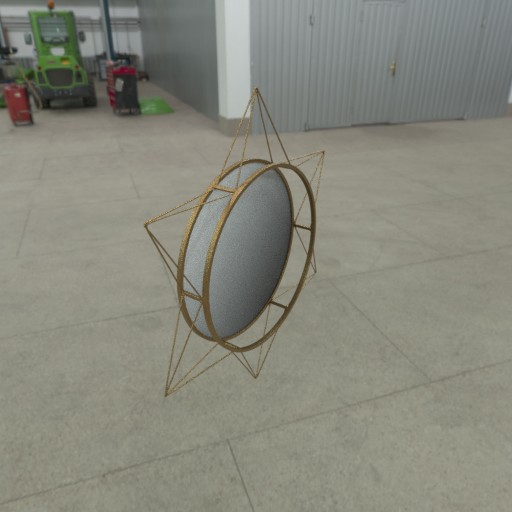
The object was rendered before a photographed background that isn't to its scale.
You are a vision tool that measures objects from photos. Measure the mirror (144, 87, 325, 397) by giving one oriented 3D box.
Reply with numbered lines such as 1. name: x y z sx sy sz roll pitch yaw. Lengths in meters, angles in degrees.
1. mirror: 0.000 0.000 0.812 0.062 0.581 0.498 17 31 31
